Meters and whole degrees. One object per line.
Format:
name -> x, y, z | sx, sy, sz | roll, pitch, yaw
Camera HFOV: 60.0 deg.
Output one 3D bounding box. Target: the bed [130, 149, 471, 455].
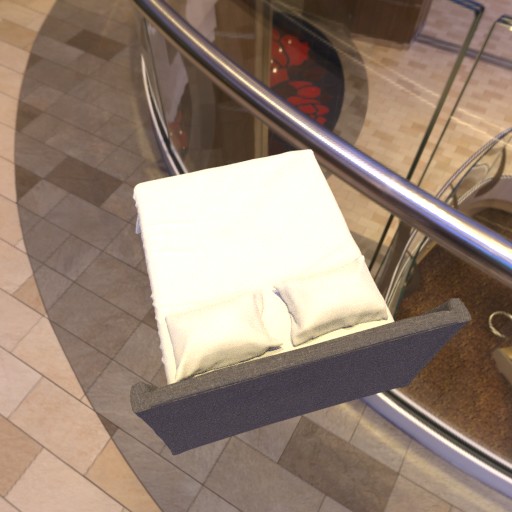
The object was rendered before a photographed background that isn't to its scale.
bed -> 0.000, 0.000, 3.465 | 1.925, 1.332, 2.276 | -13, 58, -8
